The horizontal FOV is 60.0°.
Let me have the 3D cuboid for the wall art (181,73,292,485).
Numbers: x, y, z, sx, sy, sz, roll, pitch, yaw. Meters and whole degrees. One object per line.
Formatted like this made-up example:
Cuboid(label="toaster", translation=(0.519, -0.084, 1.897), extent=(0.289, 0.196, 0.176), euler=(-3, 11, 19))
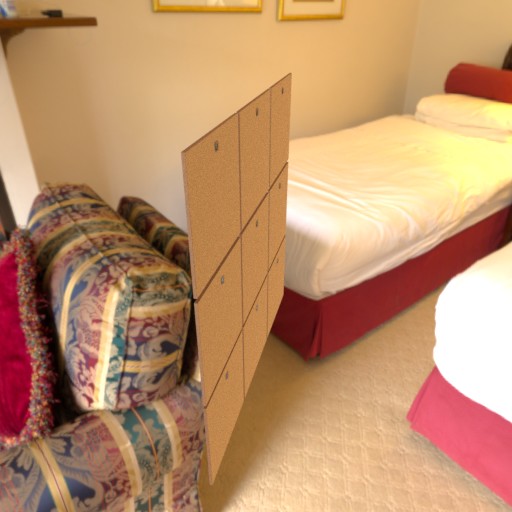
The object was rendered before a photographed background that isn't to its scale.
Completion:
Cuboid(label="wall art", translation=(0.000, 0.000, 2.253), extent=(0.019, 1.532, 1.533), euler=(8, 31, 13))
